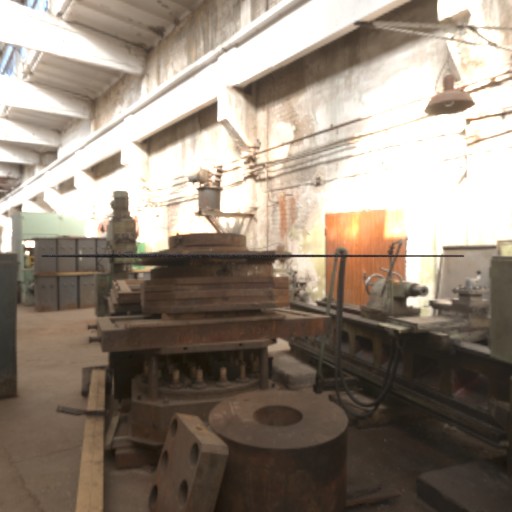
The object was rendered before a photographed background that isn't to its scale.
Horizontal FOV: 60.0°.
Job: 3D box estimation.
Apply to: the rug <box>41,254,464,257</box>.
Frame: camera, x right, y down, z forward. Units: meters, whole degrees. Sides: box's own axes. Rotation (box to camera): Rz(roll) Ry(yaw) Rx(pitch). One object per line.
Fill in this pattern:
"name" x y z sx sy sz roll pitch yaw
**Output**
"rug" 0.000 0.000 2.181 1.754 0.010 1.139 0 0 -35
